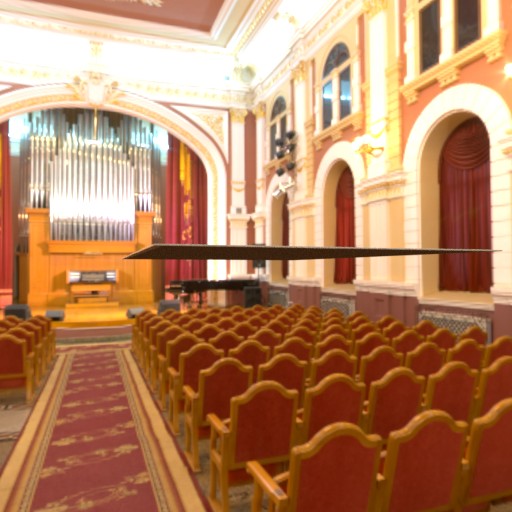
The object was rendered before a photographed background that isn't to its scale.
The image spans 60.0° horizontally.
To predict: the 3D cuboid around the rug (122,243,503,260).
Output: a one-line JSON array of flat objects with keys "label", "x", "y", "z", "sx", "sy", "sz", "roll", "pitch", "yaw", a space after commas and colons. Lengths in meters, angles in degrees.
[{"label": "rug", "x": 0.000, "y": 0.000, "z": 2.794, "sx": 1.523, "sy": 0.006, "sz": 2.289, "roll": 1, "pitch": -2, "yaw": -19}]
